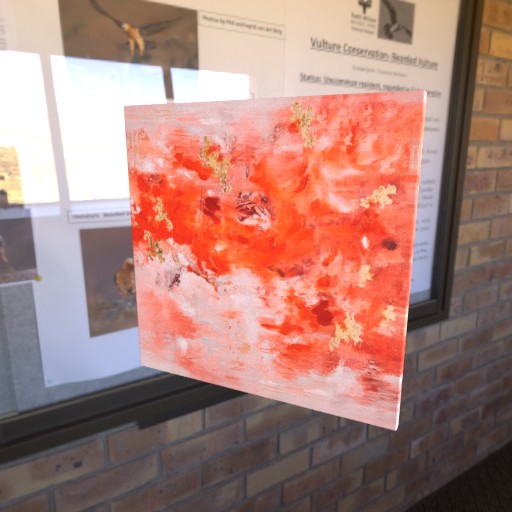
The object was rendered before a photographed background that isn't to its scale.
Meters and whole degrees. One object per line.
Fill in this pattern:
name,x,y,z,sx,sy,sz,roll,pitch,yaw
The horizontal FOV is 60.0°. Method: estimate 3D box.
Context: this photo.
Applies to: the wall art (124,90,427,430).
wall art,0.000,0.000,1.315,0.878,0.878,0.066,6,15,25
